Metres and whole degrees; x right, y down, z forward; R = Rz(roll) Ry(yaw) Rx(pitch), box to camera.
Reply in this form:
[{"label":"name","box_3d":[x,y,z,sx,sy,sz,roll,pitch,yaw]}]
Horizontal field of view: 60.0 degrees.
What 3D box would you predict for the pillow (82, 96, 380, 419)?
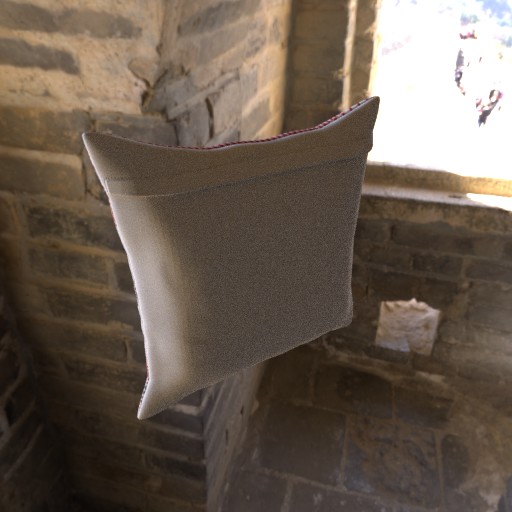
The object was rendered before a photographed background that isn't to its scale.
[{"label":"pillow","box_3d":[0.000,0.000,0.710,0.463,0.454,0.160,-18,33,-29]}]
